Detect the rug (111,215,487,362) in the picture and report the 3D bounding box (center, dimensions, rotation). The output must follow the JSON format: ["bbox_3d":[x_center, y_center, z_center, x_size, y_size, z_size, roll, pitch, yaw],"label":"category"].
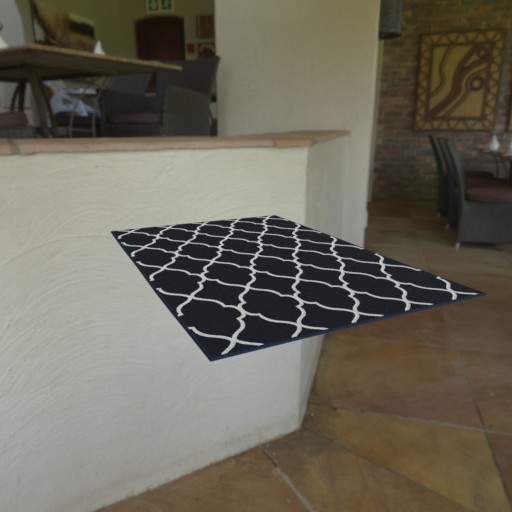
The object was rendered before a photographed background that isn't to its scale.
[{"bbox_3d":[0.000,0.000,2.939,1.526,0.014,2.290,-8,18,-25],"label":"rug"}]
